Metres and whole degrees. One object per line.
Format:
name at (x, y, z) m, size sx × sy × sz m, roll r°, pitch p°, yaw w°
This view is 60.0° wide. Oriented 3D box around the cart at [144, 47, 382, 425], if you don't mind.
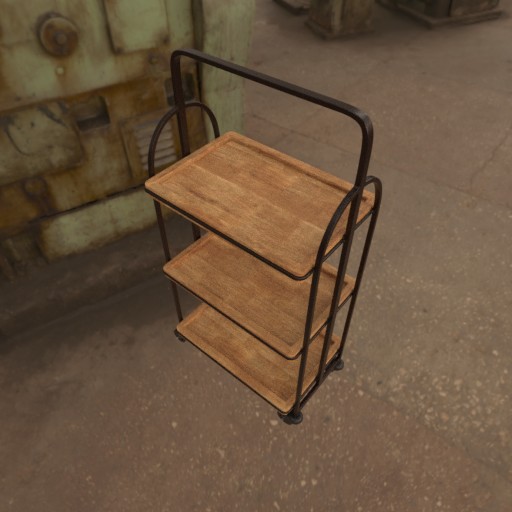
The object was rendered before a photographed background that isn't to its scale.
cart at (0.000, 0.000, 1.205) m, size 0.553 × 1.001 × 0.327 m, roll 31°, pitch 53°, yaw 26°
